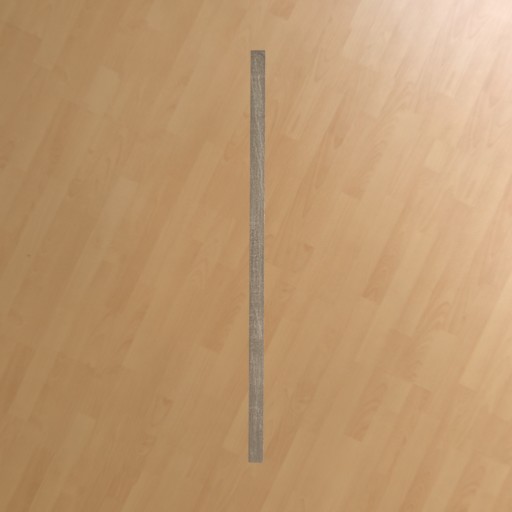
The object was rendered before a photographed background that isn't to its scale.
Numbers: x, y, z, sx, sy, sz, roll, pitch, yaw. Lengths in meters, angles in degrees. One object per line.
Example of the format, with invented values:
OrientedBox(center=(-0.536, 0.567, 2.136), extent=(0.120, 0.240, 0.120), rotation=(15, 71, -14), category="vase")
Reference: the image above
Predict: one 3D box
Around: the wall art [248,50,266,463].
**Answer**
OrientedBox(center=(0.000, 0.000, 1.349), extent=(0.035, 1.022, 0.781), rotation=(0, 90, 0), category="wall art")
